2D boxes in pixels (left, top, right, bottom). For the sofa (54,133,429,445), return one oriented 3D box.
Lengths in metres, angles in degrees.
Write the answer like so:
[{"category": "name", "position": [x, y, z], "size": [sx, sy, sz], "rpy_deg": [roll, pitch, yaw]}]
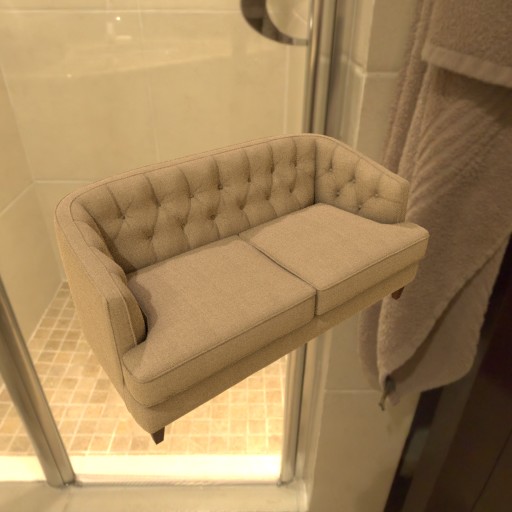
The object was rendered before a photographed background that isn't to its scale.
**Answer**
[{"category": "sofa", "position": [0.000, 0.000, 2.269], "size": [1.733, 0.855, 0.941], "rpy_deg": [-23, 39, -31]}]
